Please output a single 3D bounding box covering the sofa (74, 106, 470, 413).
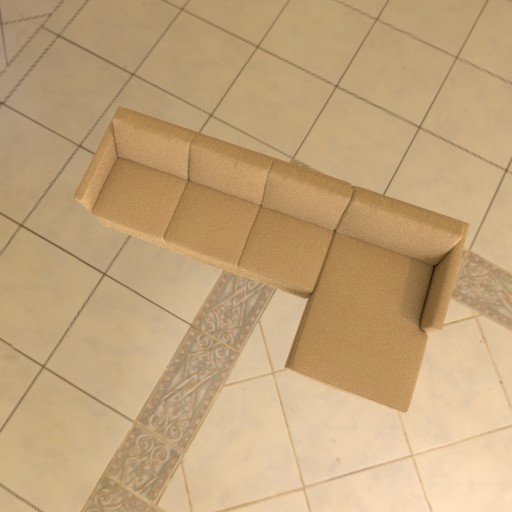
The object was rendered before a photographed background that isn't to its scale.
[{"bbox_3d":[0.000,0.000,3.824,3.177,0.867,1.622,20,77,5],"label":"sofa"}]
